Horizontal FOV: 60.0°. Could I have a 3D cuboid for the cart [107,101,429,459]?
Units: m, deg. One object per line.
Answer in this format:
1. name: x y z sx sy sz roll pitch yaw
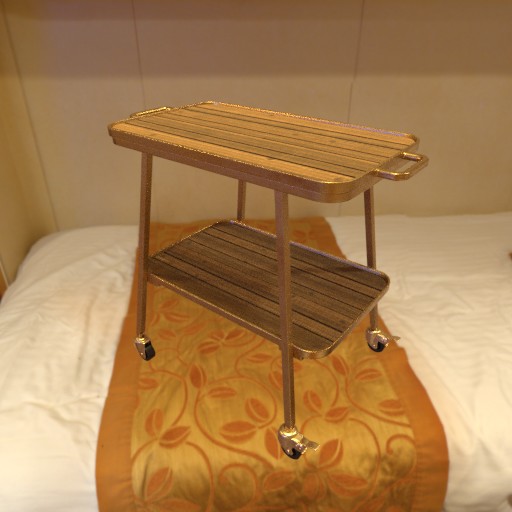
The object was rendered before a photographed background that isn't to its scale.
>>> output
1. cart: 0.000 0.000 1.246 0.806 0.700 0.524 21 36 32
